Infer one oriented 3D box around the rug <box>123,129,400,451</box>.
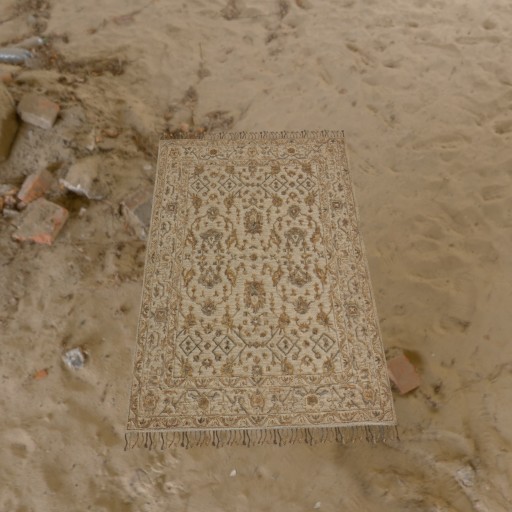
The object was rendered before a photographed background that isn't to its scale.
[{"bbox_3d":[0.000,0.000,3.044,1.529,0.027,2.434,-1,59,-1],"label":"rug"}]
